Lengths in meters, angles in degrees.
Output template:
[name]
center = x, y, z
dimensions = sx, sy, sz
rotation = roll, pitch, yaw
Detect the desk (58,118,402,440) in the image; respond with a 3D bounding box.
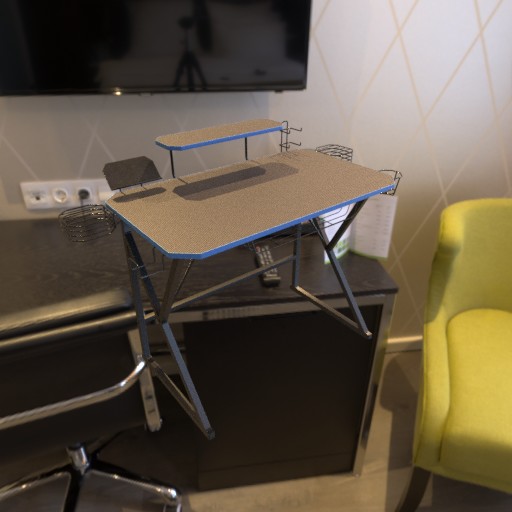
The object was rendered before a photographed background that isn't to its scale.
[desk]
center = 0.000, 0.000, 1.765
dimensions = 1.295, 0.909, 0.594
rotation = -22, 36, -32
